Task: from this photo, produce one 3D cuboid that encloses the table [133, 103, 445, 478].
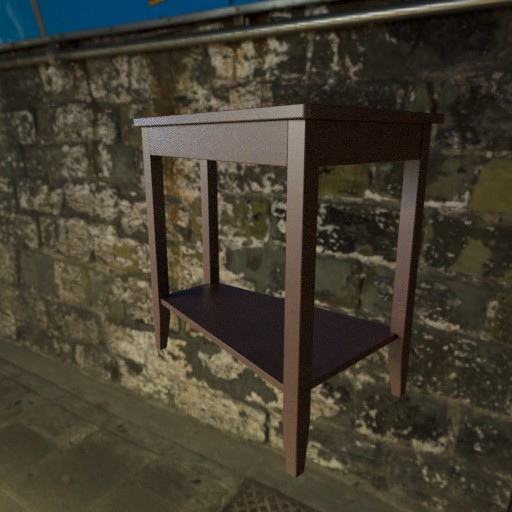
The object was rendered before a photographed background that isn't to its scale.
[{"bbox_3d":[0.000,0.000,0.977,0.399,0.589,0.605,-14,20,-42],"label":"table"}]
